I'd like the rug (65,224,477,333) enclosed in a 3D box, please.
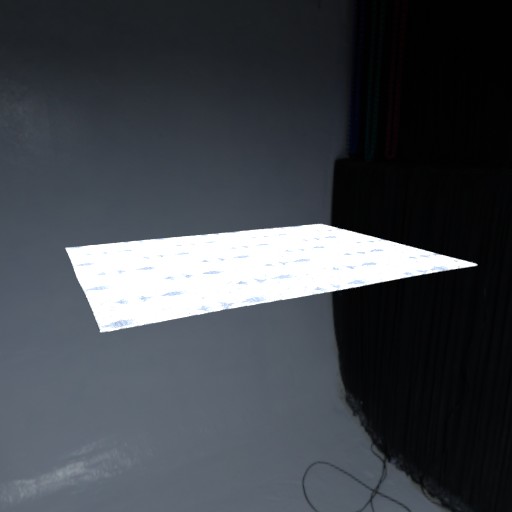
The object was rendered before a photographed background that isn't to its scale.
[{"bbox_3d":[0.000,0.000,2.986,2.261,0.013,1.676,-7,15,-26],"label":"rug"}]
